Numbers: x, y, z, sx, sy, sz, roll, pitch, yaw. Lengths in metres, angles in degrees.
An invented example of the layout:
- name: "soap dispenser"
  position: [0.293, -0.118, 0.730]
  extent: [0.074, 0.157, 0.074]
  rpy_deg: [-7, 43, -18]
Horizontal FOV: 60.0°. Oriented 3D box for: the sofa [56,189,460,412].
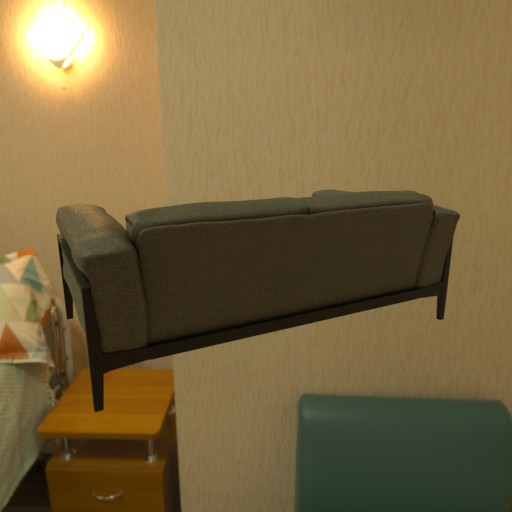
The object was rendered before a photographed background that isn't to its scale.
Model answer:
- name: "sofa"
  position: [0.000, 0.000, 2.140]
  extent: [1.690, 0.656, 0.960]
  rpy_deg: [-8, 17, -27]
